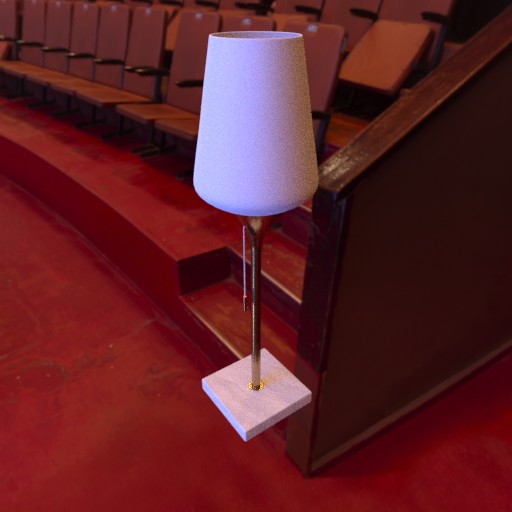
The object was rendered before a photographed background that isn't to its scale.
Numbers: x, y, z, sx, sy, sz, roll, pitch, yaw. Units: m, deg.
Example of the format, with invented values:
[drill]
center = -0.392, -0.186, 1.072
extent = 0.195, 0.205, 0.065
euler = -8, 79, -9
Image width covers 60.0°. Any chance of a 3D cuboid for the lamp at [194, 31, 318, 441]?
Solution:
[lamp]
center = 0.000, 0.000, 0.713
extent = 0.181, 0.639, 0.181
euler = -20, 36, -30
